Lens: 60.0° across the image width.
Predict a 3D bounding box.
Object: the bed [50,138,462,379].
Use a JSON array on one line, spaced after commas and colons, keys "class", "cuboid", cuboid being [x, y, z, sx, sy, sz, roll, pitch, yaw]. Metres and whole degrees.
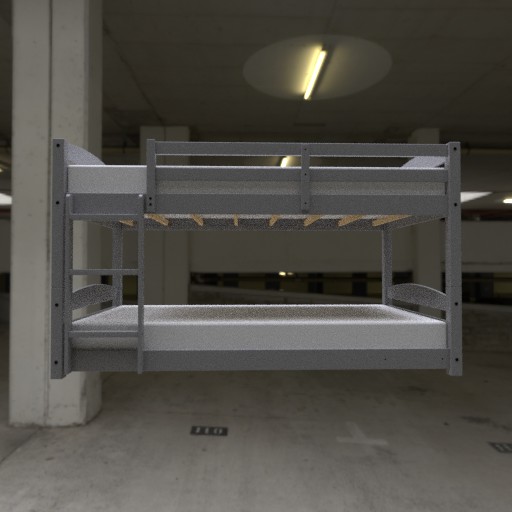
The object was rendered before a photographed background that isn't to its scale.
[{"class": "bed", "cuboid": [0.000, 0.000, 2.693, 2.013, 1.206, 1.105, 0, -1, -2]}]
